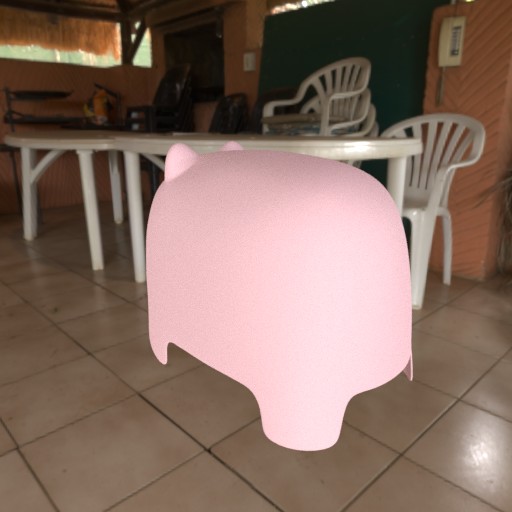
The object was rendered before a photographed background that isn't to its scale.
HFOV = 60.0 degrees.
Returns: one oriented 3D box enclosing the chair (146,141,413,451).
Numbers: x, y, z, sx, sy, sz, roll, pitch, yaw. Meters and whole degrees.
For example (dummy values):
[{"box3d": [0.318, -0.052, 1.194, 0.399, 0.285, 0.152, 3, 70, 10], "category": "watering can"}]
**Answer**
[{"box3d": [0.000, 0.000, 0.863, 0.364, 0.423, 0.619, -16, 23, -43], "category": "chair"}]
